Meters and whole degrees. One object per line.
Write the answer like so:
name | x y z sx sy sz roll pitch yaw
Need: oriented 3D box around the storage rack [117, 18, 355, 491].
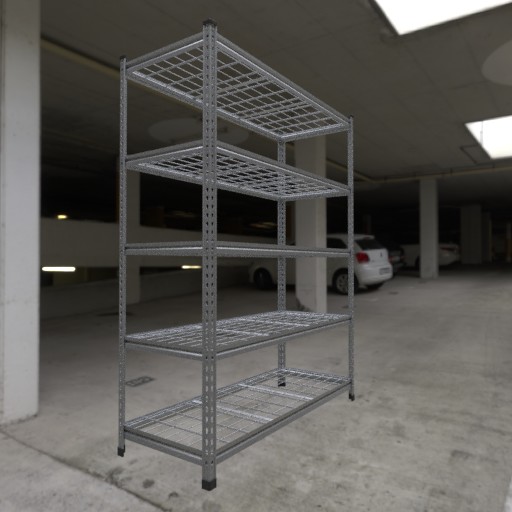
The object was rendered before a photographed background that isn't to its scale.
storage rack | 0.000 0.000 2.650 0.610 1.981 1.524 -1 -1 35
